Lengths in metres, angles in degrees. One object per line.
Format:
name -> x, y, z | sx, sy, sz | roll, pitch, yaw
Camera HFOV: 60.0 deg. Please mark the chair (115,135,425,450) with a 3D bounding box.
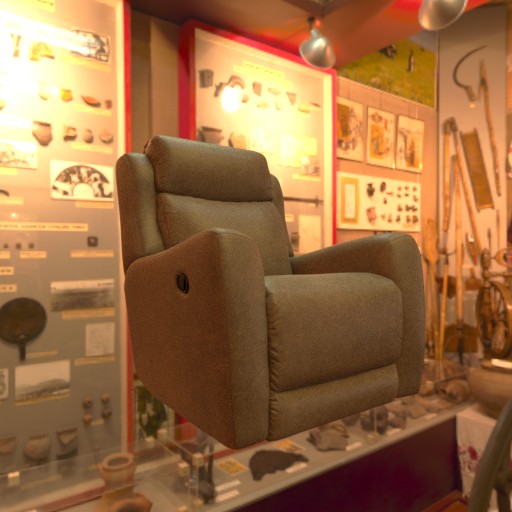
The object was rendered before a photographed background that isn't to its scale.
chair -> 0.000, 0.000, 1.901 | 0.965, 1.116, 1.068 | 0, 0, -36
